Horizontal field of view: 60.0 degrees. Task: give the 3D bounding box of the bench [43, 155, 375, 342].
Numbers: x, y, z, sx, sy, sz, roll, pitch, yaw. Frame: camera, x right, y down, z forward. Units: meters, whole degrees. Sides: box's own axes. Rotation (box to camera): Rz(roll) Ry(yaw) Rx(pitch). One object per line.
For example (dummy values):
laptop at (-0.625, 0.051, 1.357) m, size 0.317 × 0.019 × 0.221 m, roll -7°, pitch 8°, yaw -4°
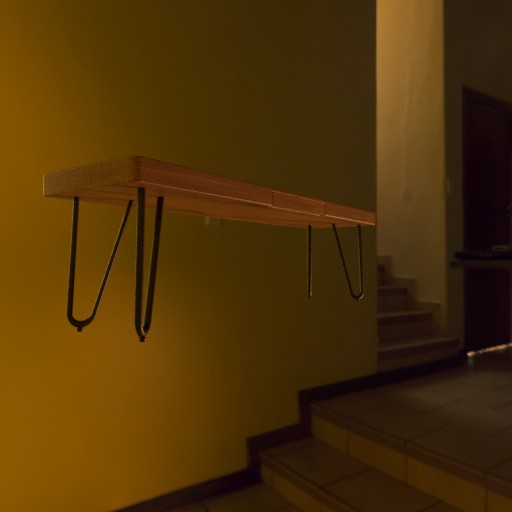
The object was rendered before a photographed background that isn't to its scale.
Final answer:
bench at (0.000, 0.000, 1.805) m, size 0.425 × 0.462 × 1.570 m, roll -1°, pitch -1°, yaw 36°
